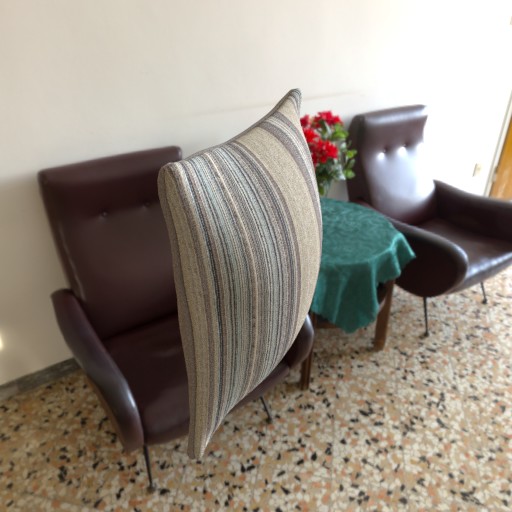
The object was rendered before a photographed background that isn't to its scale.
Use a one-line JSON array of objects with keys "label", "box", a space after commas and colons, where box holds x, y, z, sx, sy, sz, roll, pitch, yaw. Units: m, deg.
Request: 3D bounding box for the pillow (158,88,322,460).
[{"label": "pillow", "box": [0.000, 0.000, 0.669, 0.189, 0.416, 0.435, 11, 32, 18]}]
